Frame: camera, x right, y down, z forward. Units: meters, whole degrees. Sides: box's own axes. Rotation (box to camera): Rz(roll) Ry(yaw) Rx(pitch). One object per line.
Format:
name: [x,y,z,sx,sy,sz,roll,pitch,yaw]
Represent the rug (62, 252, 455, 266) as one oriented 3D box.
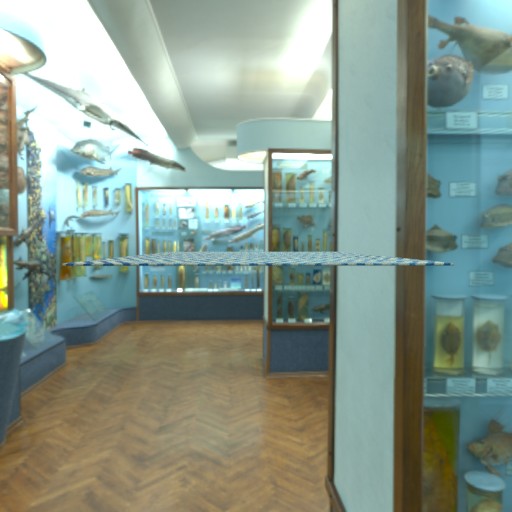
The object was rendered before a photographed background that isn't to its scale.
rug: [0.000,0.000,2.289,1.225,0.008,1.830,0,2,-1]
